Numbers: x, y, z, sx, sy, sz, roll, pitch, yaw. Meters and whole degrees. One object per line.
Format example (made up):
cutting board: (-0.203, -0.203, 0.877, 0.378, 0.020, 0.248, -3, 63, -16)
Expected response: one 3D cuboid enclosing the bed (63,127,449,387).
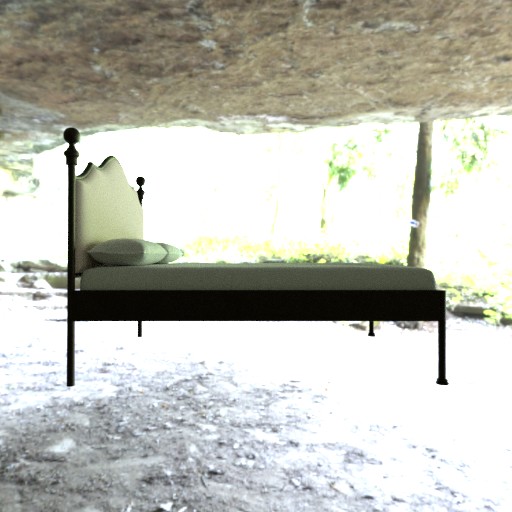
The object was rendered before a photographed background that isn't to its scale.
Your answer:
bed: (0.000, 0.000, 3.338, 2.224, 1.499, 1.642, 0, 0, 0)
